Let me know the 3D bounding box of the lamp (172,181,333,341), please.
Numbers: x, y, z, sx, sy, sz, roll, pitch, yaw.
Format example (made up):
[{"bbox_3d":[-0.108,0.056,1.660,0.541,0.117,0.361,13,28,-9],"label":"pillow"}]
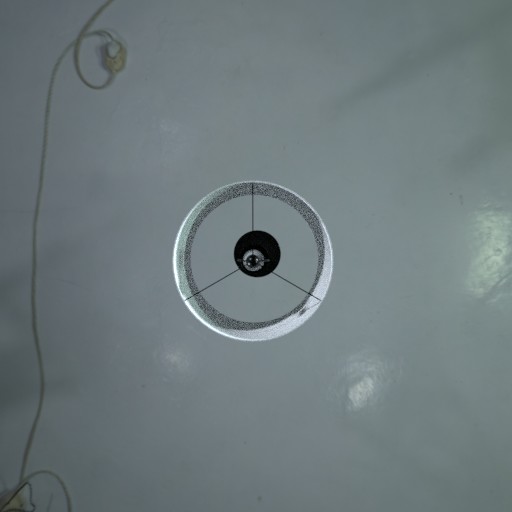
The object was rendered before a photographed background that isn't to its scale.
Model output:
[{"bbox_3d":[0.000,0.000,1.823,0.377,1.599,0.377,0,91,1],"label":"lamp"}]
